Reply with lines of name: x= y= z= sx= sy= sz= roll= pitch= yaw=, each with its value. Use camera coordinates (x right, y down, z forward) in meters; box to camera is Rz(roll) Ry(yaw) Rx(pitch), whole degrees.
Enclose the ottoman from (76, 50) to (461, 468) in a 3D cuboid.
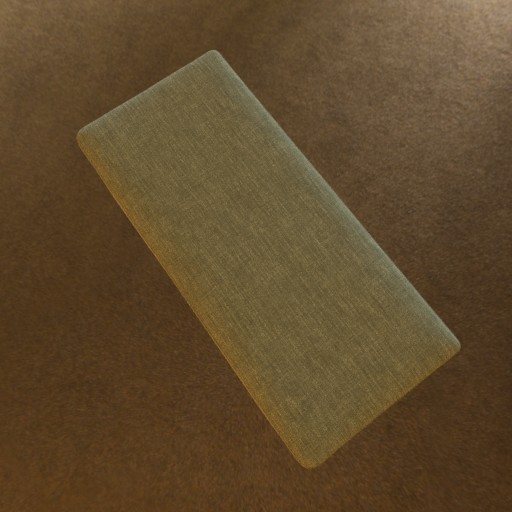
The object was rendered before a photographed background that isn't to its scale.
ottoman: x=0.000 y=0.000 z=1.132 sx=0.419 sy=0.432 sz=0.902 roll=-35 pitch=78 yaw=-9
